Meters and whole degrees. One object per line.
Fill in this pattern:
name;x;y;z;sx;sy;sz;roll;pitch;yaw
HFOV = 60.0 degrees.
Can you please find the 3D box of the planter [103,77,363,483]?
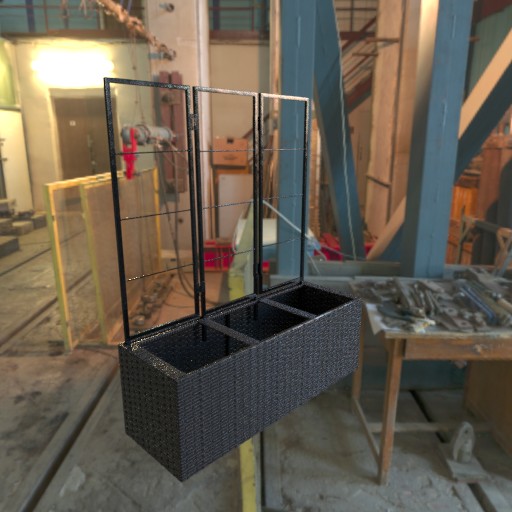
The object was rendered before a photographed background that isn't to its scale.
planter;0.000;0.000;1.169;0.244;0.841;0.699;14;20;43
